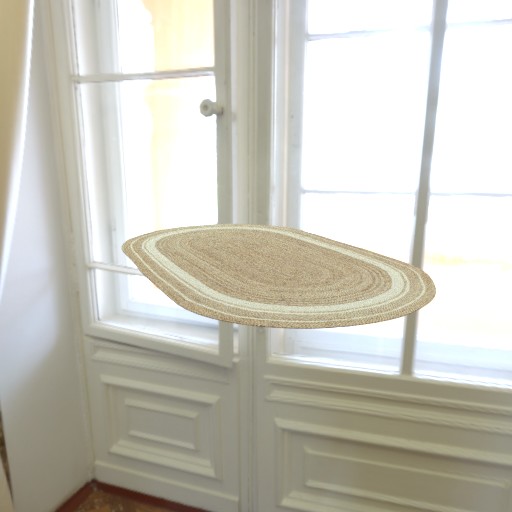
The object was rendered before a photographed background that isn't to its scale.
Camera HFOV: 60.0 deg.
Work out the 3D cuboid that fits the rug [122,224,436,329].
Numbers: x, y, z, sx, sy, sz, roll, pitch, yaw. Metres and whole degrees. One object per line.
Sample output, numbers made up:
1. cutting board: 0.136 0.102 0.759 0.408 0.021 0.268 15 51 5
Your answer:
1. rug: 0.000 0.000 2.915 1.520 0.006 2.432 -7 16 -27
